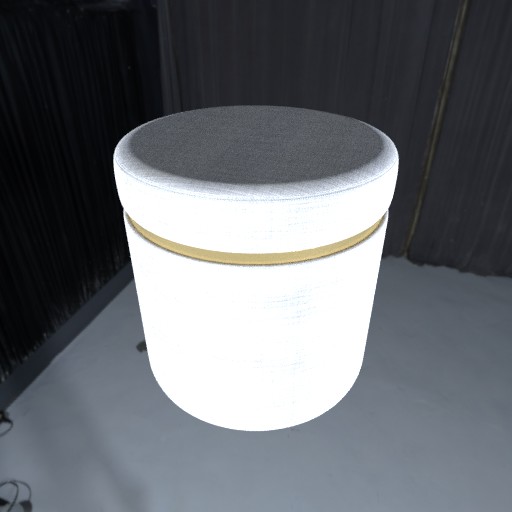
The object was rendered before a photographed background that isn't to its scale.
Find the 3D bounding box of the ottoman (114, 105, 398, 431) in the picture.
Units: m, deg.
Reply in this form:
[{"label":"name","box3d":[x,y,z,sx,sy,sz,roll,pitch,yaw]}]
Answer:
[{"label":"ottoman","box3d":[0.000,0.000,0.740,0.400,0.406,0.400,0,32,0]}]
